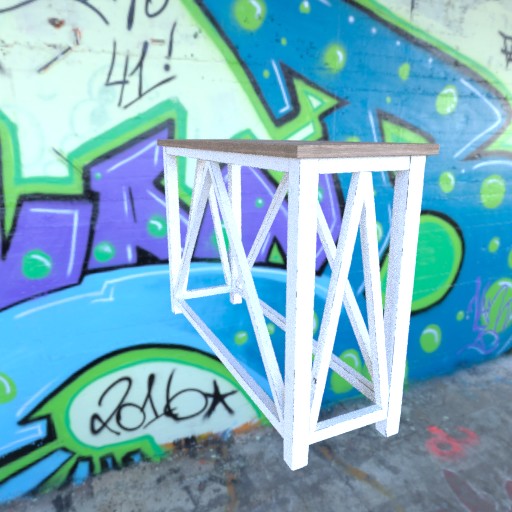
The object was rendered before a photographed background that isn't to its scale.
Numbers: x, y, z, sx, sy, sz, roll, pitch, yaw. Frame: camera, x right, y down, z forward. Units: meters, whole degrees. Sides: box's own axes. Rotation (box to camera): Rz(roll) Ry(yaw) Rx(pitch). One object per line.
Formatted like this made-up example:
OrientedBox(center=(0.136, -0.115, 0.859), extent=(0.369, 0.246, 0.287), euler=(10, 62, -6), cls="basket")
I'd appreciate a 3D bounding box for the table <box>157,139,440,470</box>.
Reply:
OrientedBox(center=(0.000, 0.000, 1.850), extent=(0.450, 0.930, 1.400), euler=(-7, 17, -24), cls="table")
